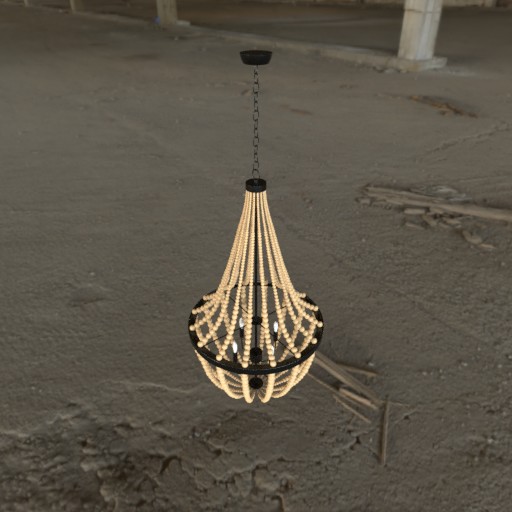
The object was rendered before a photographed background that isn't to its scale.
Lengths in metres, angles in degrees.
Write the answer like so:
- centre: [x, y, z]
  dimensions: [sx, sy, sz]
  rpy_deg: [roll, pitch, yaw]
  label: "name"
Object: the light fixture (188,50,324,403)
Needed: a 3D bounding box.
- centre: [0.000, 0.000, 1.346]
  dimensions: [0.450, 1.133, 0.450]
  rpy_deg: [0, 32, 0]
  label: "light fixture"
